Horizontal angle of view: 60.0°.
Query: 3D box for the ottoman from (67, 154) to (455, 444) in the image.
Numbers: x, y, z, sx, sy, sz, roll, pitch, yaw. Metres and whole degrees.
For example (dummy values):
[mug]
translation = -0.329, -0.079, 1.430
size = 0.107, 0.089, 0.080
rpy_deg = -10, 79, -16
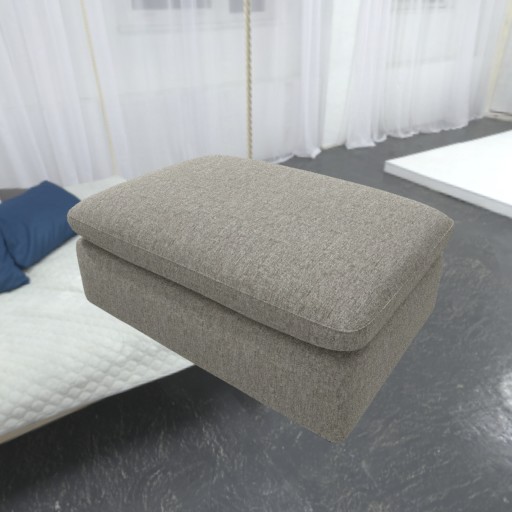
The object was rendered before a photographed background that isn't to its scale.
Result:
[ottoman]
translation = 0.000, 0.000, 1.364
size = 0.977, 0.451, 0.694
rpy_deg = 20, 35, 32
